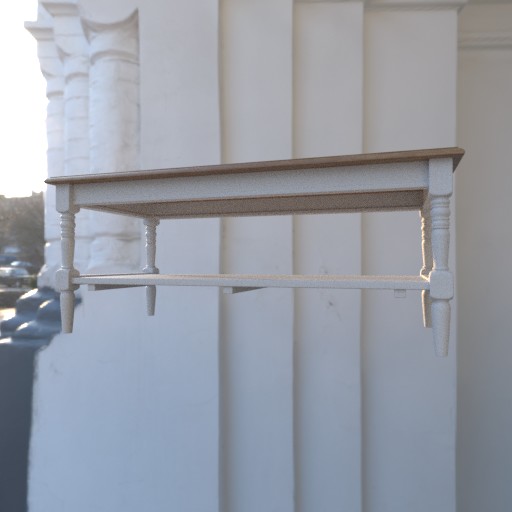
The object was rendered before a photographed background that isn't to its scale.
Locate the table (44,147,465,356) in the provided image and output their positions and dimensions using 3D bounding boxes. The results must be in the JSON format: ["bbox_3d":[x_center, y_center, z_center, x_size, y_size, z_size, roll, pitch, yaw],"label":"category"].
[{"bbox_3d":[0.000,0.000,1.377,1.118,0.458,0.559,0,-1,18],"label":"table"}]
